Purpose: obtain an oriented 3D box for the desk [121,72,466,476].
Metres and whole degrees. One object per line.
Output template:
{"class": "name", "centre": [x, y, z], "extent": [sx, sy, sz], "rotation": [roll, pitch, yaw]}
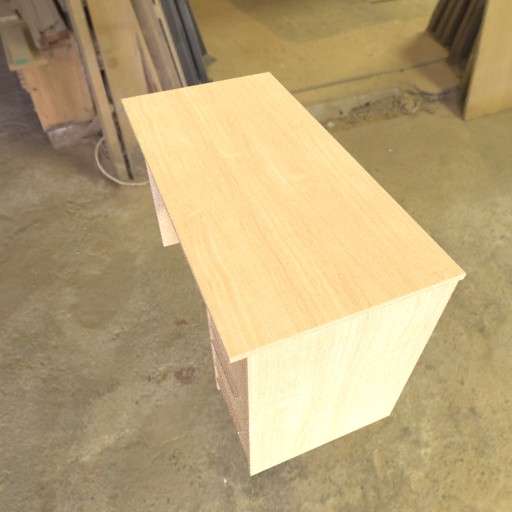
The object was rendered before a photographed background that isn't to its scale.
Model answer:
{"class": "desk", "centre": [0.000, 0.000, 1.527], "extent": [0.560, 0.735, 1.097], "rotation": [-17, 49, -15]}
